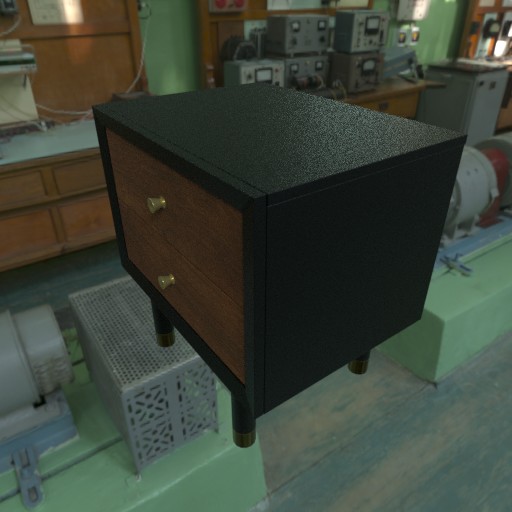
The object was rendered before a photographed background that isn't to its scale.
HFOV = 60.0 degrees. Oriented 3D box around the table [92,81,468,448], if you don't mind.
[{"bbox_3d":[0.000,0.000,0.956,0.441,0.584,0.564,-21,37,-30],"label":"table"}]
